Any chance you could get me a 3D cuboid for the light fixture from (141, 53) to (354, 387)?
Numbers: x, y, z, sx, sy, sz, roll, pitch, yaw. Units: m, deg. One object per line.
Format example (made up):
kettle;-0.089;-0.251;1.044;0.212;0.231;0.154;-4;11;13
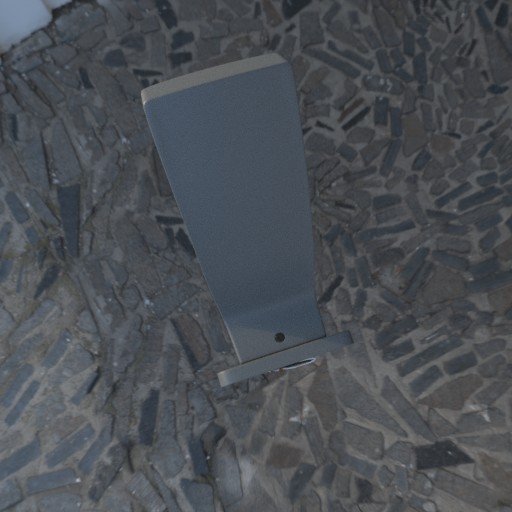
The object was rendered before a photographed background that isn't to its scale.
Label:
light fixture;0.000;0.000;0.331;0.108;0.243;0.174;-17;76;-5
